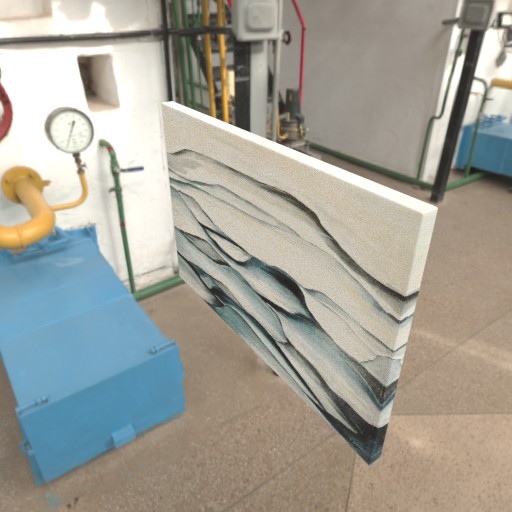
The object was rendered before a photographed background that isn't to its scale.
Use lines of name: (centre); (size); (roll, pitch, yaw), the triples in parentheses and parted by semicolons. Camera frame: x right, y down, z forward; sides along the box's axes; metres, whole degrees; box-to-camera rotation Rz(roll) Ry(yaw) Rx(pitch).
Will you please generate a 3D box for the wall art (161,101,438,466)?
wall art: (0.000, 0.000, 1.140); (0.039, 0.609, 0.914); (-20, 36, -29)
